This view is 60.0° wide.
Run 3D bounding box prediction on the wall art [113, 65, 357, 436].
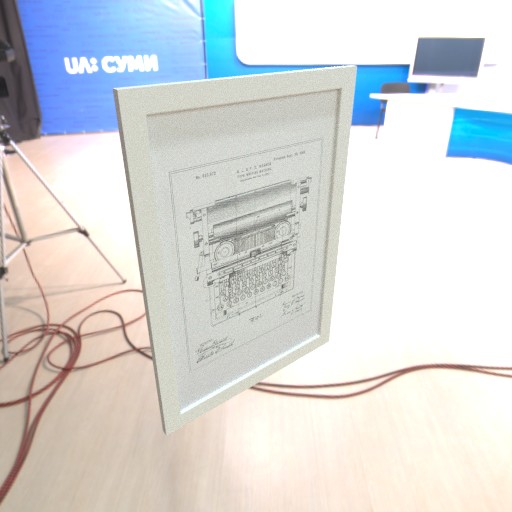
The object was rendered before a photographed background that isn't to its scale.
[{"bbox_3d":[0.000,0.000,0.701,0.381,0.533,0.013,-21,35,-33],"label":"wall art"}]
